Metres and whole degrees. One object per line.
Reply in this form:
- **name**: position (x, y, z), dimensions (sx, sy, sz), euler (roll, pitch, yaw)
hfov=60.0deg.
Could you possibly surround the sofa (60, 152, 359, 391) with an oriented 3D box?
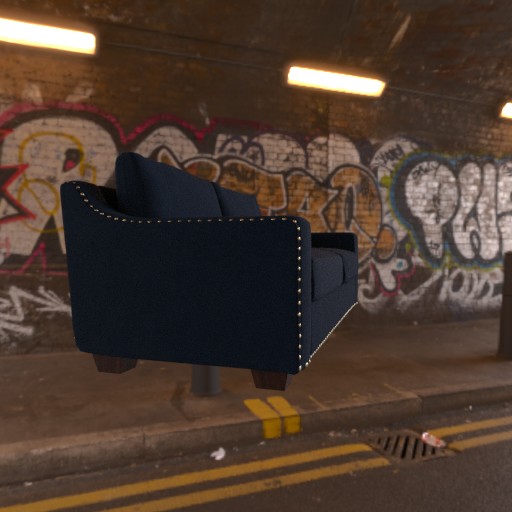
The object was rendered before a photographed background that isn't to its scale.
- **sofa**: position (0.000, 0.000, 2.745), dimensions (1.104, 0.983, 2.107), euler (0, 1, 18)
